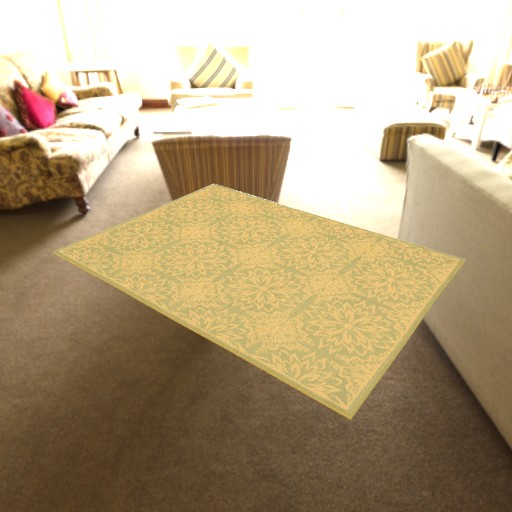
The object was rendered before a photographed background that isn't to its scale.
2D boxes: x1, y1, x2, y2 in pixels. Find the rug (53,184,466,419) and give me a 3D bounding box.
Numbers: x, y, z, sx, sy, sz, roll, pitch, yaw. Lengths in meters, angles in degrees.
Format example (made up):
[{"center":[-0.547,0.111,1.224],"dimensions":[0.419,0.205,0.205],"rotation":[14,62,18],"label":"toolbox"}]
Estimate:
[{"center":[0.000,0.000,2.909],"dimensions":[2.205,0.014,1.589],"rotation":[21,36,32],"label":"rug"}]
